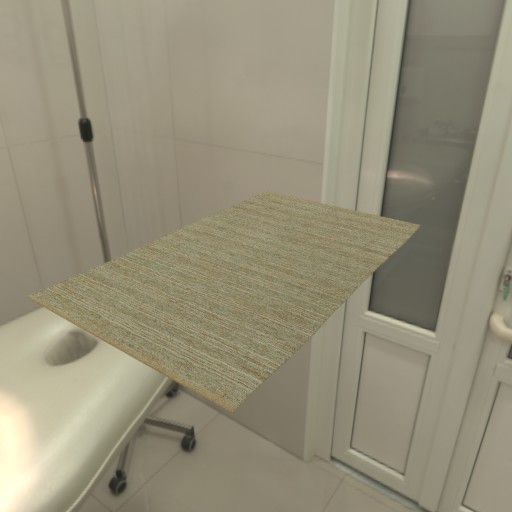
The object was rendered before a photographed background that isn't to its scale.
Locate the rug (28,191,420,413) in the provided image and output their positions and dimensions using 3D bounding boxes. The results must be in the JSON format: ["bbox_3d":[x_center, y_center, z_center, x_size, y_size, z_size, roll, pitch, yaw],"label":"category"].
[{"bbox_3d":[0.000,0.000,3.080,1.540,0.012,2.448,18,31,32],"label":"rug"}]
